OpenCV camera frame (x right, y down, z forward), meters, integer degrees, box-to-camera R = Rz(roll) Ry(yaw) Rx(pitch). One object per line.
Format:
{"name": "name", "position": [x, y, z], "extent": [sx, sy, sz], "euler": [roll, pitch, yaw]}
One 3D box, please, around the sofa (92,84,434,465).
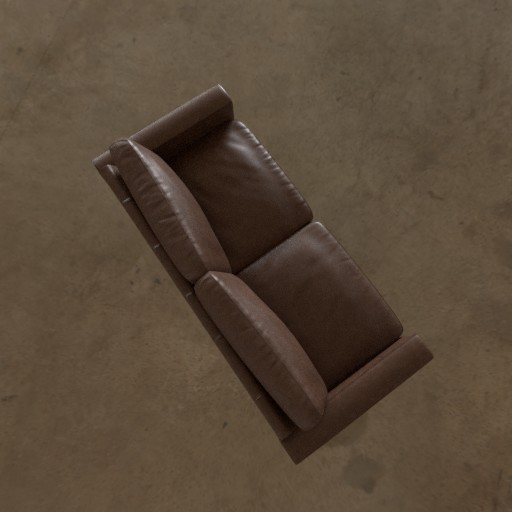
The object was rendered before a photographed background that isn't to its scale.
{"name": "sofa", "position": [0.000, 0.000, 2.757], "extent": [1.016, 0.873, 2.179], "euler": [-34, 78, -8]}
